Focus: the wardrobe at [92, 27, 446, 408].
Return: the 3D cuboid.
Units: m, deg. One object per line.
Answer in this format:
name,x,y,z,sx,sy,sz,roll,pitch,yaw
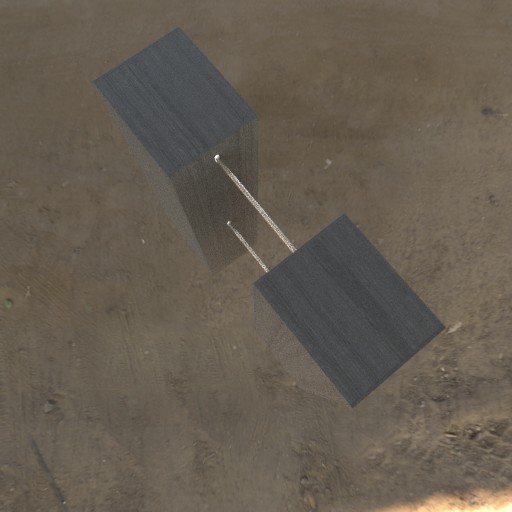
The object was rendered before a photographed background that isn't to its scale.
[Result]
wardrobe,0.000,0.000,2.820,0.480,2.000,1.770,-37,78,-9
